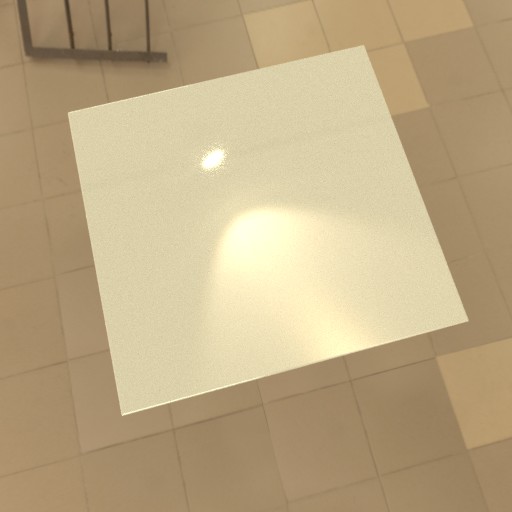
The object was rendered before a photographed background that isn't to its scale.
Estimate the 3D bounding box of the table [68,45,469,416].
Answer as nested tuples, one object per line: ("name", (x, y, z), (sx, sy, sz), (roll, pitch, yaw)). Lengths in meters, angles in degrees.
("table", (0.000, 0.000, 0.790), (0.420, 0.470, 0.400), (-14, 76, -4))
